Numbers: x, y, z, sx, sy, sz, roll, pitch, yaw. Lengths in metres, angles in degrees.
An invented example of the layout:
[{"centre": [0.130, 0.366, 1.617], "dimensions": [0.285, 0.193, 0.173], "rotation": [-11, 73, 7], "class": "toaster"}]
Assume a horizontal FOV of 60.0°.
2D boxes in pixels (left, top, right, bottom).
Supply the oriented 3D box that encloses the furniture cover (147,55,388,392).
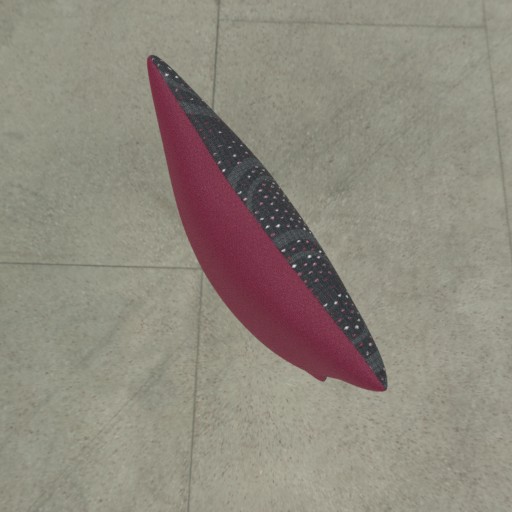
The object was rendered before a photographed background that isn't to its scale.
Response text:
[{"centre": [0.000, 0.000, 0.815], "dimensions": [0.193, 0.509, 0.552], "rotation": [-33, 78, -8], "class": "furniture cover"}]
